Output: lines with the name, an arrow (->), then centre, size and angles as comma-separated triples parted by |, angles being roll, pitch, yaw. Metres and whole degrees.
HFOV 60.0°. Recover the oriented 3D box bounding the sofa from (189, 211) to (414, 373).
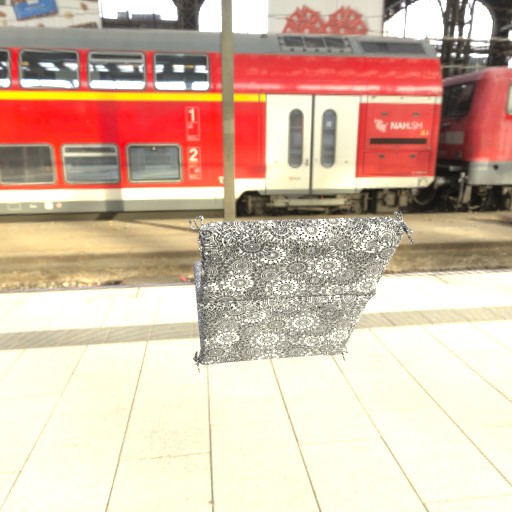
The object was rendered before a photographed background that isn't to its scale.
sofa -> 0.000, 0.000, 1.924 | 0.582, 0.622, 1.663 | -2, 15, -9
